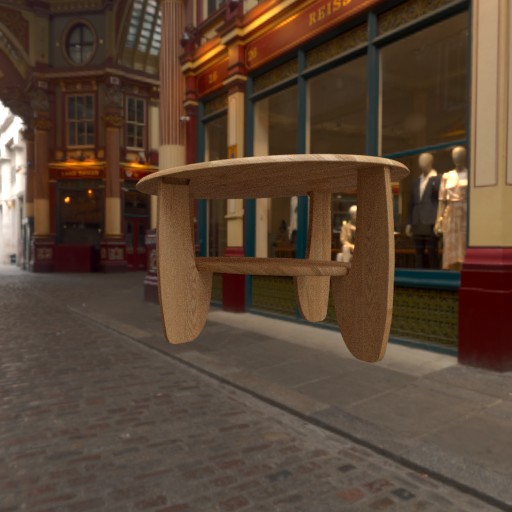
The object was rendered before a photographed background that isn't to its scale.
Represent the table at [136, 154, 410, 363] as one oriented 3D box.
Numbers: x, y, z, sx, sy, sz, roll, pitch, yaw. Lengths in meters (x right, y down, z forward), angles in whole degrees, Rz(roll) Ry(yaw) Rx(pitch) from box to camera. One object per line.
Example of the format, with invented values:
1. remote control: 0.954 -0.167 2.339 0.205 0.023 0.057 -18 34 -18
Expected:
1. table: 0.000 0.000 1.443 0.690 0.490 1.040 -2 3 -37
